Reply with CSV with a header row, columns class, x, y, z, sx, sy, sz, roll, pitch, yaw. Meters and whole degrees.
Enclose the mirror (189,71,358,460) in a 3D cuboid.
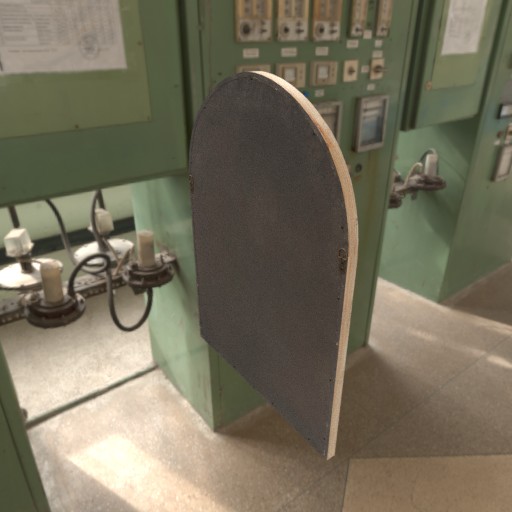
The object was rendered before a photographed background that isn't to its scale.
class,x,y,z,sx,sy,sz,roll,pitch,yaw
mirror,0.000,0.000,1.194,0.032,0.920,0.660,-18,32,-32
